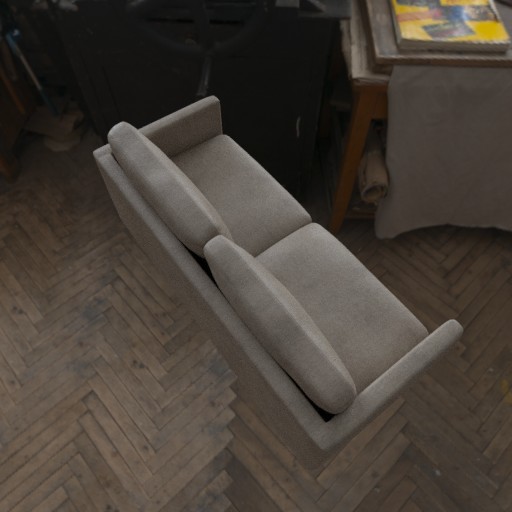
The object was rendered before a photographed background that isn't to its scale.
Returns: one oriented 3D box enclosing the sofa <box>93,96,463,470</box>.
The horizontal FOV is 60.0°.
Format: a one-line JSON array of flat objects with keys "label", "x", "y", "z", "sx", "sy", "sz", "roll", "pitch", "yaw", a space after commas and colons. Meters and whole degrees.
[{"label": "sofa", "x": 0.000, "y": 0.000, "z": 2.680, "sx": 0.951, "sy": 0.965, "sz": 2.208, "roll": -33, "pitch": 63, "yaw": -19}]
